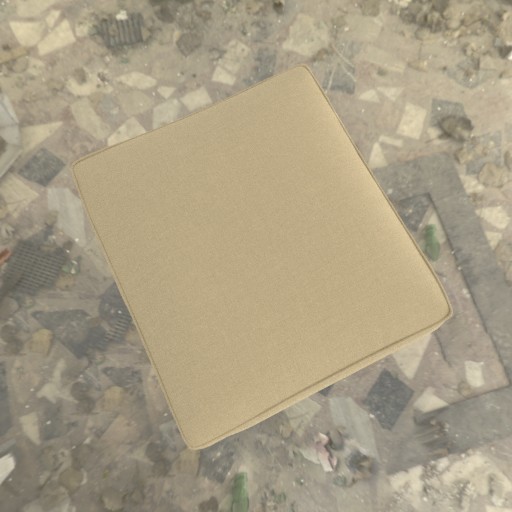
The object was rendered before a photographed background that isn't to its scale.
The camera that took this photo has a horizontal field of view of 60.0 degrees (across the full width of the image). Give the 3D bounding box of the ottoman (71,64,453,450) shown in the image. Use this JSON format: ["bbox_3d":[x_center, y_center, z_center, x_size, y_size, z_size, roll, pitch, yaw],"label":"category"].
[{"bbox_3d":[0.000,0.000,1.156,0.662,0.505,0.716,-25,77,-6],"label":"ottoman"}]
